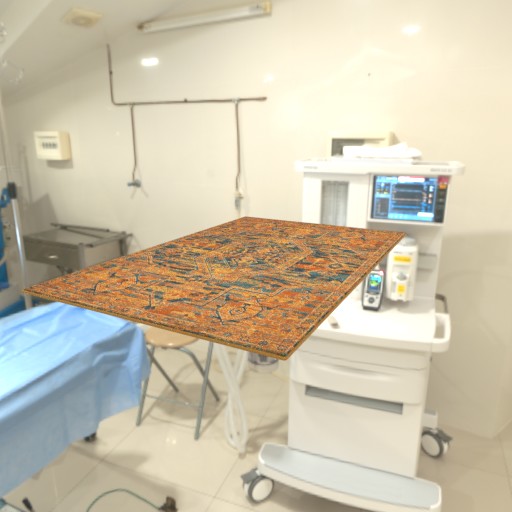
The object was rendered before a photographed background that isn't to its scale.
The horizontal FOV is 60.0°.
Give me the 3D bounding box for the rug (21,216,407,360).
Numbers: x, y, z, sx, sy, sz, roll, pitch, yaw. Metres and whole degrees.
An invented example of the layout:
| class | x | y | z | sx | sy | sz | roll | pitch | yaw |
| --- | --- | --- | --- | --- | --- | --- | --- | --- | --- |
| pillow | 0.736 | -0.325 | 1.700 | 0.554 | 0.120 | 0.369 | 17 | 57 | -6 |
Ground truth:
| class | x | y | z | sx | sy | sz | roll | pitch | yaw |
| --- | --- | --- | --- | --- | --- | --- | --- | --- | --- |
| rug | 0.000 | 0.000 | 1.084 | 0.557 | 0.008 | 0.863 | 8 | 18 | 27 |
